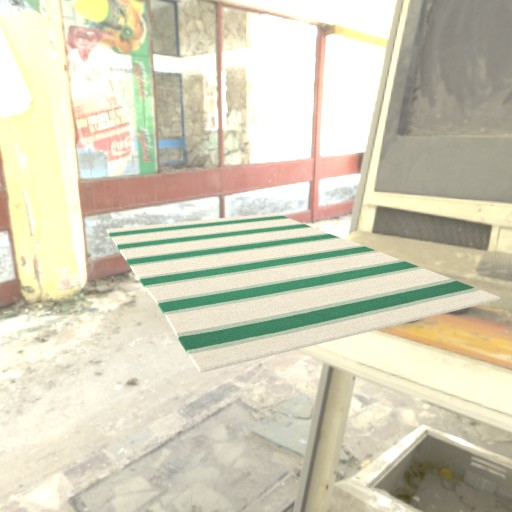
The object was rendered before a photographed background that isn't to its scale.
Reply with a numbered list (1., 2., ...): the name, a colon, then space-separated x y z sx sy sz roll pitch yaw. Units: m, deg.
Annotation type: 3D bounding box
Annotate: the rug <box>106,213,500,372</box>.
1. rug: 0.000 0.000 2.241 1.210 0.012 1.829 -8 18 -24
